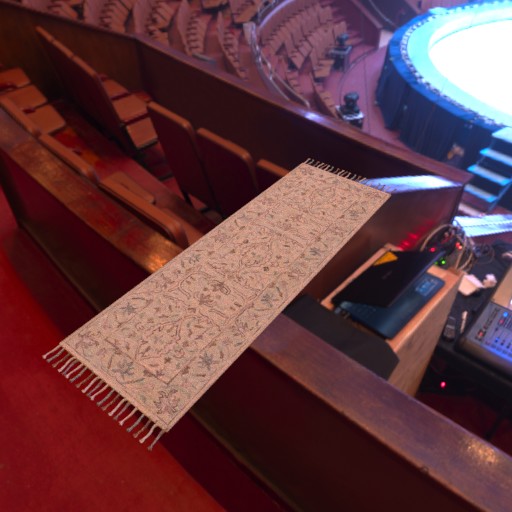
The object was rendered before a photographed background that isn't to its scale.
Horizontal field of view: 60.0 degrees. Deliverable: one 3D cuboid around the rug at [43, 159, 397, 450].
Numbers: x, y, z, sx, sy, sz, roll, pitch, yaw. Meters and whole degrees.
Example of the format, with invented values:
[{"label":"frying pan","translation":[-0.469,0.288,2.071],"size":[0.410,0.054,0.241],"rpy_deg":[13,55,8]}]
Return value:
[{"label":"rug","translation":[0.000,0.000,2.709],"size":[0.769,0.013,2.440],"rpy_deg":[27,48,27]}]
